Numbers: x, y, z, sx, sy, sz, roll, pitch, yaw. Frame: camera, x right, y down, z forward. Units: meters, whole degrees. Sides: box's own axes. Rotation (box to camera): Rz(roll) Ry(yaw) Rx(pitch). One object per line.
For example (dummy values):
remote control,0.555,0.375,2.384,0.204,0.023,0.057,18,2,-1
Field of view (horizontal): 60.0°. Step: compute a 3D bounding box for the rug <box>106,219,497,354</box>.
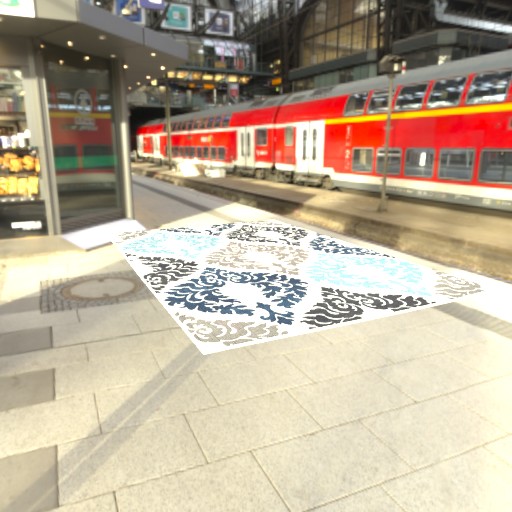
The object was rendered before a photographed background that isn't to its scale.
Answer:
rug,0.000,0.000,2.818,1.514,0.014,2.275,-7,16,-25
